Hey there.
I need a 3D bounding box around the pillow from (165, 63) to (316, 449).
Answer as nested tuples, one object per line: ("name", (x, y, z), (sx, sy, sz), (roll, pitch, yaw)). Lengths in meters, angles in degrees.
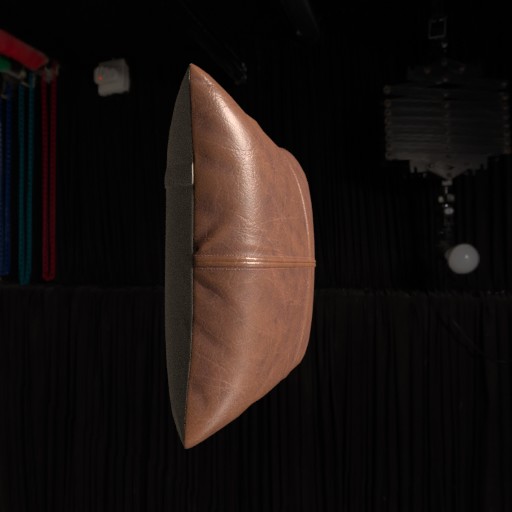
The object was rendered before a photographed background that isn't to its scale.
("pillow", (0.000, 0.000, 0.744), (0.192, 0.470, 0.484), (0, -1, 18))
